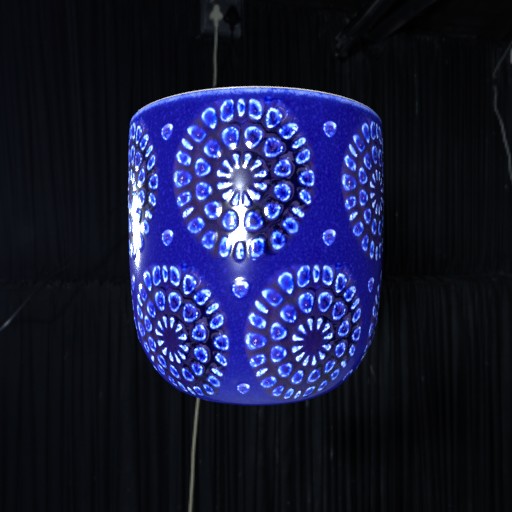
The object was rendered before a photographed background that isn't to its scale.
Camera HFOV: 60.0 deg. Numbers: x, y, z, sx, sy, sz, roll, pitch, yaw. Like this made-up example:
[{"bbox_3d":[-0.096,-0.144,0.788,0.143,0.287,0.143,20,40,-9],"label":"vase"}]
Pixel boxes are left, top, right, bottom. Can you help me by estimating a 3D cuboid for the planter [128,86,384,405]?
[{"bbox_3d":[0.000,0.000,0.197,0.109,0.112,0.109,0,0,0],"label":"planter"}]
